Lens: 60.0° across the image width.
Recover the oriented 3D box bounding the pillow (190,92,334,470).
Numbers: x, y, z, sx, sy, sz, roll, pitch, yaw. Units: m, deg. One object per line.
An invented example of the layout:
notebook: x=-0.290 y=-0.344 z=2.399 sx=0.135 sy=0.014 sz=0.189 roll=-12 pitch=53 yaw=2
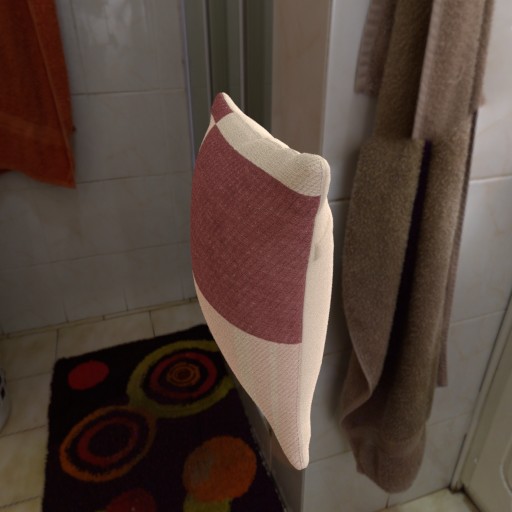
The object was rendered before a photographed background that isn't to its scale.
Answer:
pillow: x=0.000 y=0.000 z=0.808 sx=0.229 sy=0.506 sz=0.536 roll=-8 pitch=31 yaw=-14
